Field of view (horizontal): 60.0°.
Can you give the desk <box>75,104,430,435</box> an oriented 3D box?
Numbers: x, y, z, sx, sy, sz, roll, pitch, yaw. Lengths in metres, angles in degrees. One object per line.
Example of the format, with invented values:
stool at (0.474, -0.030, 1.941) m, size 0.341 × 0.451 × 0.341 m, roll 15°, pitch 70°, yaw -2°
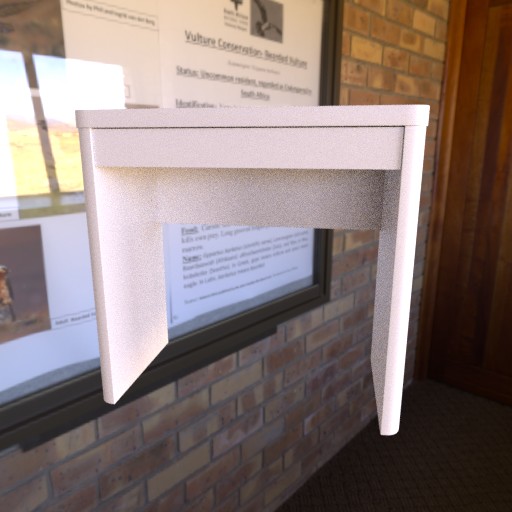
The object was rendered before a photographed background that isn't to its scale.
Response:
desk at (0.000, 0.000, 1.242) m, size 0.790 × 0.760 × 0.446 m, roll 3°, pitch 15°, yaw 10°
